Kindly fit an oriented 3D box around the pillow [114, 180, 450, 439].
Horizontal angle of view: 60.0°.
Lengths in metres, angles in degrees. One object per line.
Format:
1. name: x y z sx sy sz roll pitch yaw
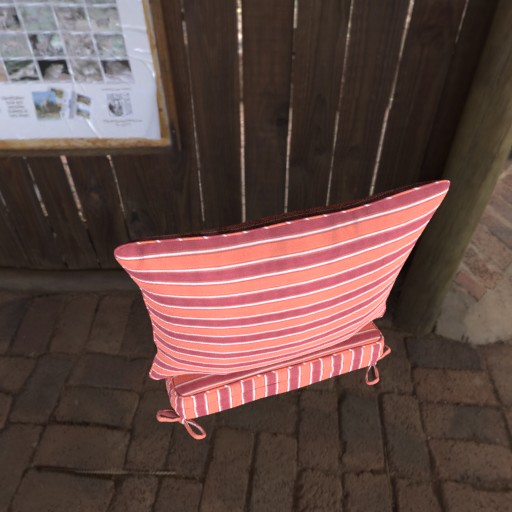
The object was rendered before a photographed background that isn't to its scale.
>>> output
1. pillow: 0.000 0.000 1.396 0.799 0.723 0.733 -12 42 -14
